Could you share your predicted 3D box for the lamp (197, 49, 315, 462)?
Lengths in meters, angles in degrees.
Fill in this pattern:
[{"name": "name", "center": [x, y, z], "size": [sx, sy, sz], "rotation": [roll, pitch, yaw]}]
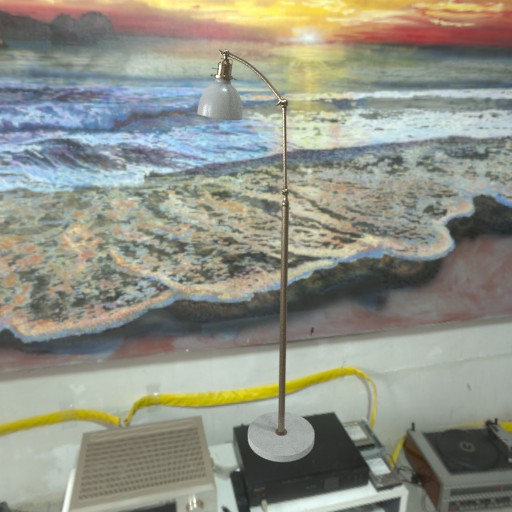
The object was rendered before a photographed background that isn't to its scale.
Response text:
[{"name": "lamp", "center": [0.000, 0.000, 1.812], "size": [0.288, 1.586, 0.599], "rotation": [-15, 22, -42]}]
